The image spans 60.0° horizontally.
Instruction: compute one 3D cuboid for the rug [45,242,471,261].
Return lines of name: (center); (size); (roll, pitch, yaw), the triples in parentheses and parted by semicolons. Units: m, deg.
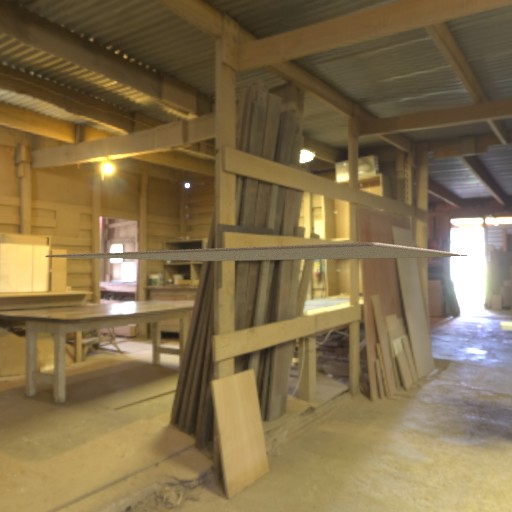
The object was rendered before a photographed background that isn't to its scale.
rug: (0.000, 0.000, 2.696); (2.115, 0.013, 1.517); (-1, -2, 37)
